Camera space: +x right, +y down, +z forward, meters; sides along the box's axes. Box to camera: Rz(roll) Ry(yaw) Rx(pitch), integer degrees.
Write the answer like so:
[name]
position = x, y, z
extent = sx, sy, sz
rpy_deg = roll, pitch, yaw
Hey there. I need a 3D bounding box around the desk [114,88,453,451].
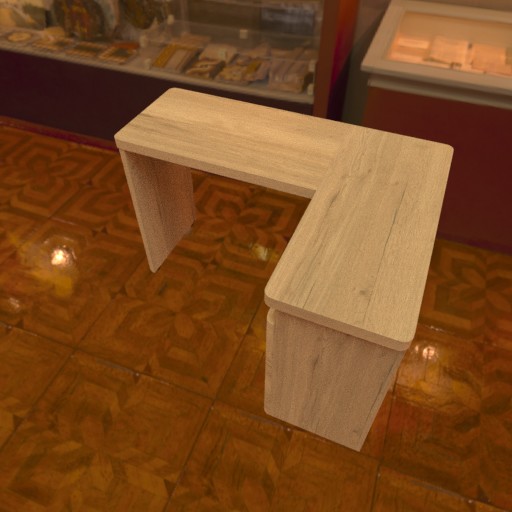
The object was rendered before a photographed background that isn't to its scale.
[desk]
position = 0.000, 0.000, 1.744
extent = 1.169, 0.760, 0.900
rpy_deg = 17, 49, 16
